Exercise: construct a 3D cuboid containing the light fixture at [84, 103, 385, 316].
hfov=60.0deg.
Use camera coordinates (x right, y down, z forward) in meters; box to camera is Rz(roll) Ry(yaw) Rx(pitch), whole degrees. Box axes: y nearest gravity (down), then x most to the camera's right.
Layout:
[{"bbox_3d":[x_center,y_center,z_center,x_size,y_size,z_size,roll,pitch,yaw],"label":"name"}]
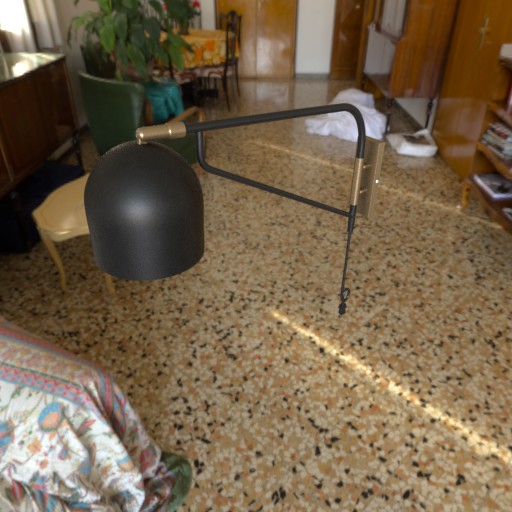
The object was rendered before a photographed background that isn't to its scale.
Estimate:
[{"bbox_3d":[0.000,0.000,1.059,0.720,0.696,0.215,-21,38,-29],"label":"light fixture"}]
